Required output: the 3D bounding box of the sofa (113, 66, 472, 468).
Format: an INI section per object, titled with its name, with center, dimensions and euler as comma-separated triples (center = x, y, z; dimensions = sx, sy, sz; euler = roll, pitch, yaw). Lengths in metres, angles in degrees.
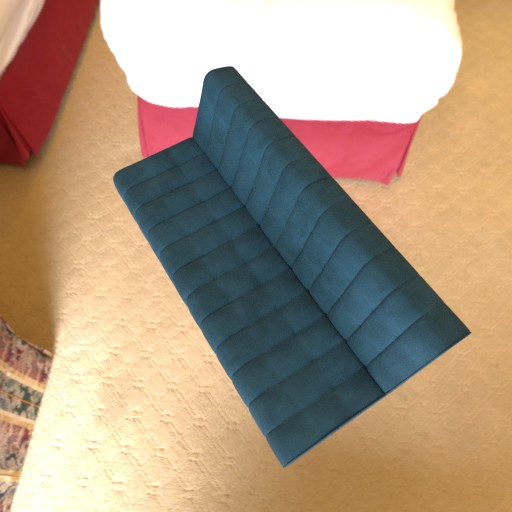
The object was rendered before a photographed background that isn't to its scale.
[sofa]
center = 0.000, 0.000, 2.297
dimensions = 0.855, 0.813, 1.804
euler = -29, 66, -15
